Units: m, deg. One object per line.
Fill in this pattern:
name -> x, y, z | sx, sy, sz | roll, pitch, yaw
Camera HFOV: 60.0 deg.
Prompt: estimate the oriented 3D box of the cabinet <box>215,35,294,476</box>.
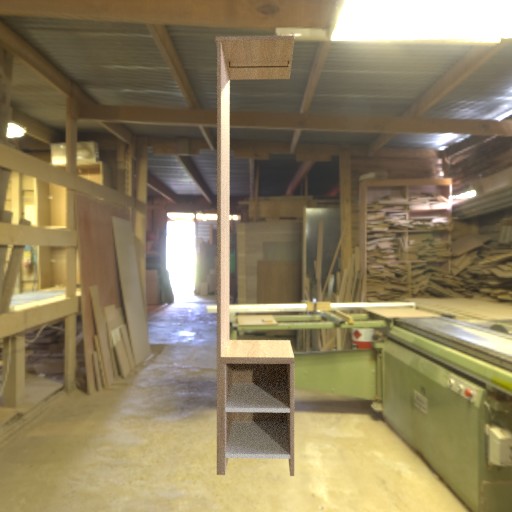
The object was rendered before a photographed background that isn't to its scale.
cabinet -> 0.000, 0.000, 2.093 | 0.338, 1.879, 0.411 | 0, -1, 2
